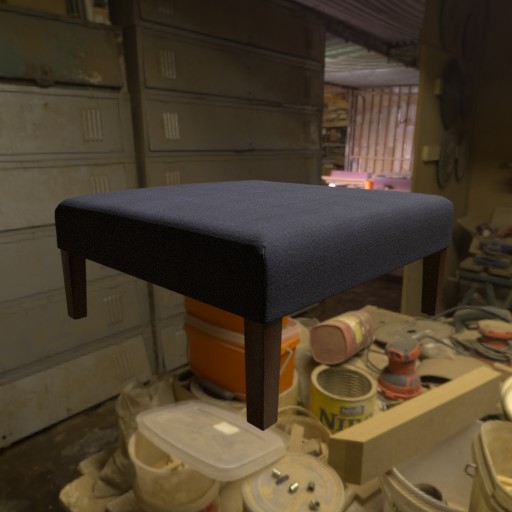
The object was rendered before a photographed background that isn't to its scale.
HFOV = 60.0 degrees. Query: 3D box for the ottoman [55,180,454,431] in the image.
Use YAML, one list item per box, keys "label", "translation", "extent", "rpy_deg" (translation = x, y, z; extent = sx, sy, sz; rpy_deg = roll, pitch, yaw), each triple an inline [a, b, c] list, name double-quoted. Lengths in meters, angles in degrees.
- label: "ottoman"
  translation: [0.000, 0.000, 1.412]
  extent: [0.889, 0.411, 0.890]
  rpy_deg: [13, 19, 42]
